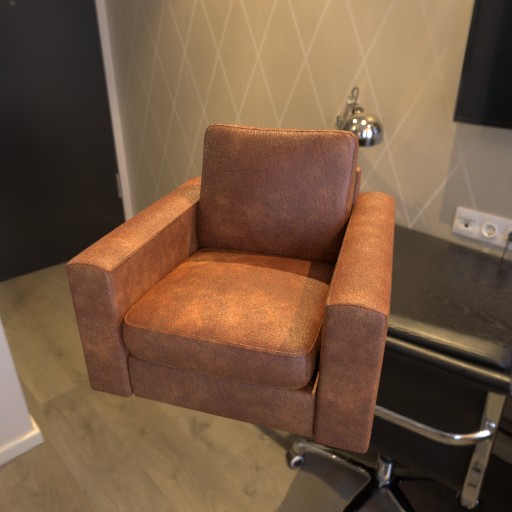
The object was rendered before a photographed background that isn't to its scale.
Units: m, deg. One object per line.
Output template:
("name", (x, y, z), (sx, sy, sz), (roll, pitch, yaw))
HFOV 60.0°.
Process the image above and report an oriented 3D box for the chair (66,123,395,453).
("chair", (0.000, 0.000, 1.727), (1.005, 0.873, 1.016), (8, 27, 15))
